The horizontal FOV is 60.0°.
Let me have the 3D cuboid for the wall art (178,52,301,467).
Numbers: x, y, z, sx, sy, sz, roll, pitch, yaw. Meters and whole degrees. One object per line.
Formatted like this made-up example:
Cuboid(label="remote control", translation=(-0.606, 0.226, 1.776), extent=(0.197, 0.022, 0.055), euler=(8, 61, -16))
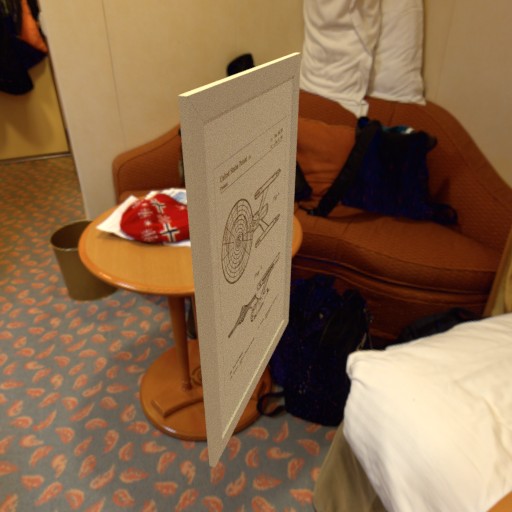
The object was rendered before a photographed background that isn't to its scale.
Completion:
Cuboid(label="wall art", translation=(0.000, 0.000, 0.837), extent=(0.011, 0.659, 0.454), euler=(11, 32, 18))
